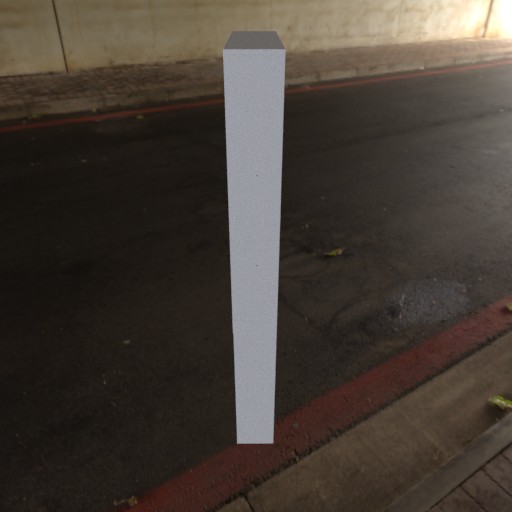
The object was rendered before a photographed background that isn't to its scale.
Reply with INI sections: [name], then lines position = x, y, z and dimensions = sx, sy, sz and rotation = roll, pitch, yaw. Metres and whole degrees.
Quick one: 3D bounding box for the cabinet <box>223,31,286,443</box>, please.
[cabinet]
position = 0.000, 0.000, 2.002
dimensions = 0.192, 1.770, 0.643
rotation = 0, 31, 0
